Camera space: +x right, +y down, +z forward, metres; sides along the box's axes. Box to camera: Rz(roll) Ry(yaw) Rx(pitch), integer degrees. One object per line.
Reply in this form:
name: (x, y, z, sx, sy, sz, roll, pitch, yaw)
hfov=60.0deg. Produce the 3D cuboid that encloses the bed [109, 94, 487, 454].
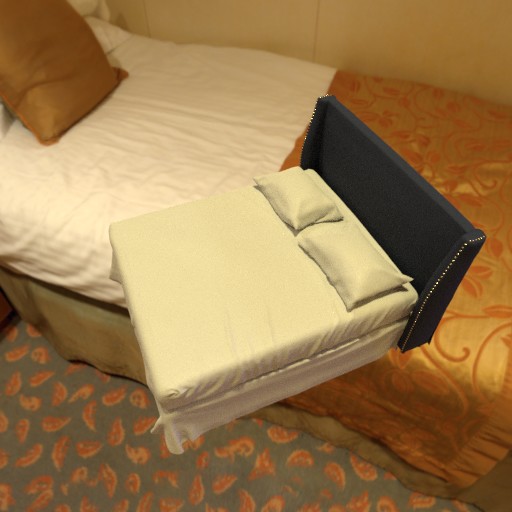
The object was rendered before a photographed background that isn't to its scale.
bed: (0.000, 0.000, 3.448, 2.276, 1.332, 1.925, -18, 51, -15)
